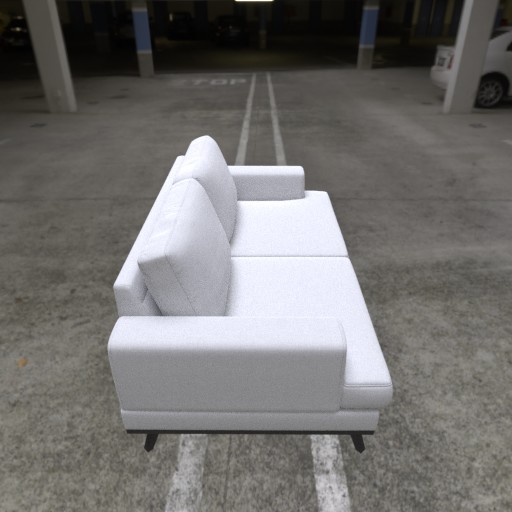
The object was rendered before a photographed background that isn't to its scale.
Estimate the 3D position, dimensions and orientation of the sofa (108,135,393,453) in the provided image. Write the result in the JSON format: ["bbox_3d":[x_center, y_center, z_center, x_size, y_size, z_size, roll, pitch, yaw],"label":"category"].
[{"bbox_3d":[0.000,0.000,2.133,0.920,0.810,1.650,0,31,0],"label":"sofa"}]
